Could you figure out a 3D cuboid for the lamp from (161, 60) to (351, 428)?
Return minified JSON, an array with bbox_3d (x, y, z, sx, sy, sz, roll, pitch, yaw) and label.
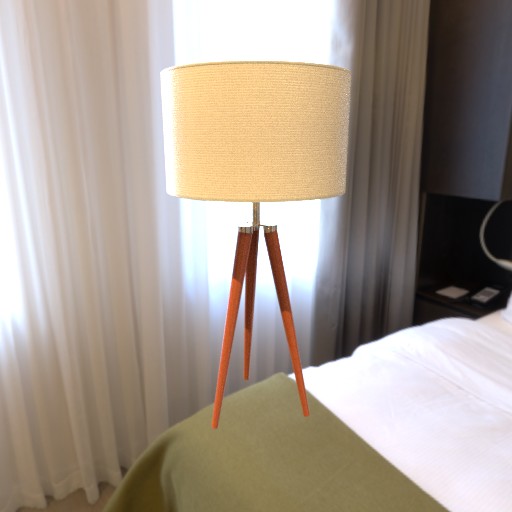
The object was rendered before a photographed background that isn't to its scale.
[{"bbox_3d":[0.000,0.000,0.933,0.354,0.709,0.355,8,17,27],"label":"lamp"}]
